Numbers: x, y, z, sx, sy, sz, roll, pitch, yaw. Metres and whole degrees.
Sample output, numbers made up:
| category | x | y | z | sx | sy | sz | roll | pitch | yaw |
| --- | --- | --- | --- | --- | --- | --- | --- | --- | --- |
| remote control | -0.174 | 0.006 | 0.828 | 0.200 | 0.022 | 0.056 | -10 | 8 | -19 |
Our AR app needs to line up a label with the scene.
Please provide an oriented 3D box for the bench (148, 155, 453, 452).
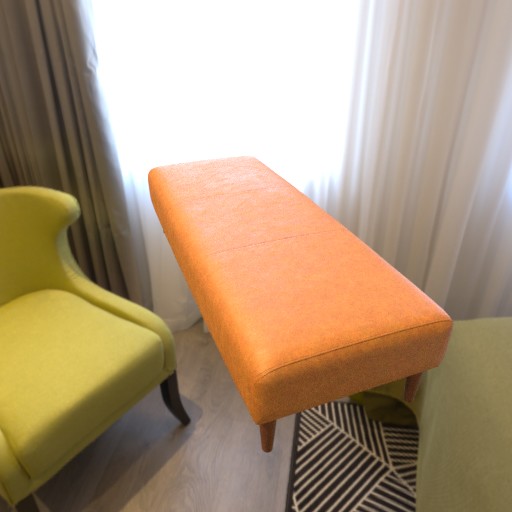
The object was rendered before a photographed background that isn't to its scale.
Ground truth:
| category | x | y | z | sx | sy | sz | roll | pitch | yaw |
| --- | --- | --- | --- | --- | --- | --- | --- | --- | --- |
| bench | 0.000 | 0.000 | 1.889 | 0.653 | 0.399 | 1.610 | -11 | 32 | -18 |
